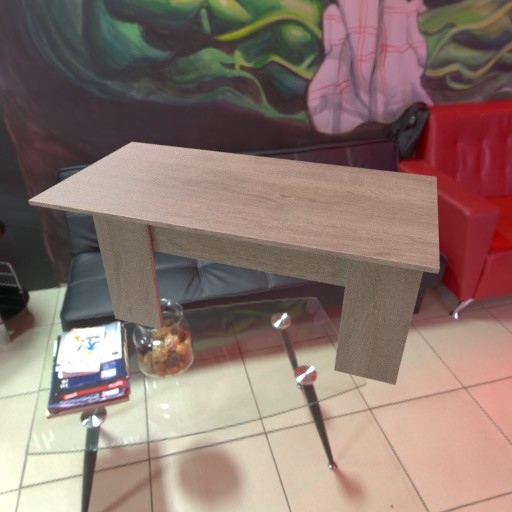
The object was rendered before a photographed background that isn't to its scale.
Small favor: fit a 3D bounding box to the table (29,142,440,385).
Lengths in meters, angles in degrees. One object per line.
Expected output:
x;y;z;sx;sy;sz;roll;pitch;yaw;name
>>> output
0.000;0.000;1.445;1.000;0.570;0.711;10;34;15;table
